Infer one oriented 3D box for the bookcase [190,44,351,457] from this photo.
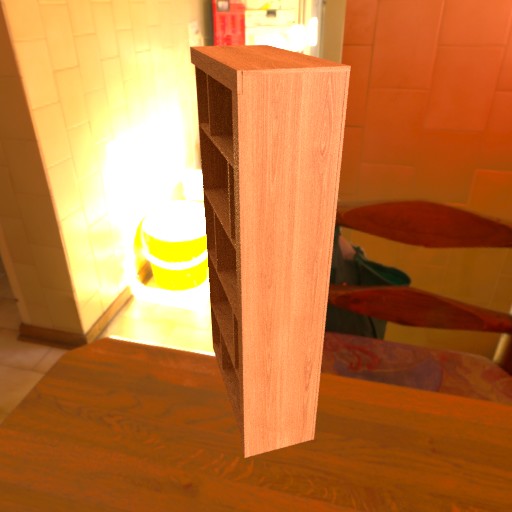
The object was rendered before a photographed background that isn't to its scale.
[{"bbox_3d":[0.000,0.000,2.430,0.420,2.020,0.950,-9,31,-15],"label":"bookcase"}]
